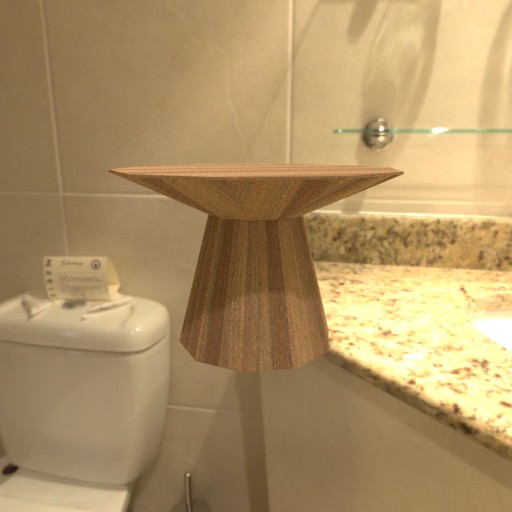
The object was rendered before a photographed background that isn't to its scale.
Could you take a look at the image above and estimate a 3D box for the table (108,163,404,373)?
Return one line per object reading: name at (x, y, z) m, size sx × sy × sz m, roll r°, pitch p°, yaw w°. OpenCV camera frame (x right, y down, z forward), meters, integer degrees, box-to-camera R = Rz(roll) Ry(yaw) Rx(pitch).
table at (0.000, 0.000, 1.937) m, size 1.186 × 0.752 × 1.186 m, roll 0°, pitch 14°, yaw 0°
